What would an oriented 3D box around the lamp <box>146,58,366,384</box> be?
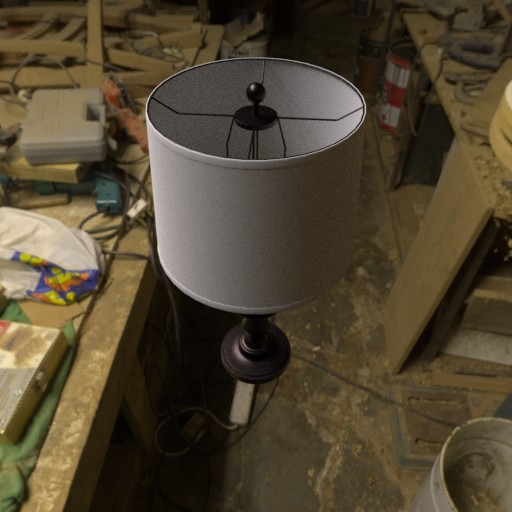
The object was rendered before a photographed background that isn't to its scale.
[{"bbox_3d":[0.000,0.000,0.914,0.383,0.726,0.383,0,45,0],"label":"lamp"}]
